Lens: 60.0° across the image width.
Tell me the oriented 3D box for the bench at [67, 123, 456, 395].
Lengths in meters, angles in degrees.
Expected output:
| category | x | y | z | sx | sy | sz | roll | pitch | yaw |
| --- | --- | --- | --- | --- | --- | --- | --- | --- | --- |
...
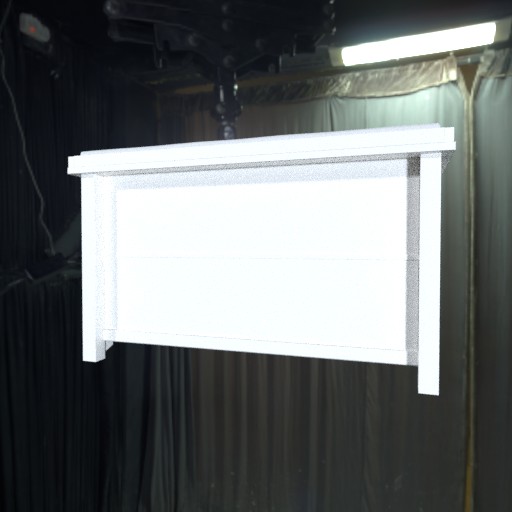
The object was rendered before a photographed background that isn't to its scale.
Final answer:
| category | x | y | z | sx | sy | sz | roll | pitch | yaw |
| --- | --- | --- | --- | --- | --- | --- | --- | --- | --- |
| bench | 0.000 | 0.000 | 1.243 | 0.987 | 0.589 | 0.346 | 0 | 2 | 18 |
